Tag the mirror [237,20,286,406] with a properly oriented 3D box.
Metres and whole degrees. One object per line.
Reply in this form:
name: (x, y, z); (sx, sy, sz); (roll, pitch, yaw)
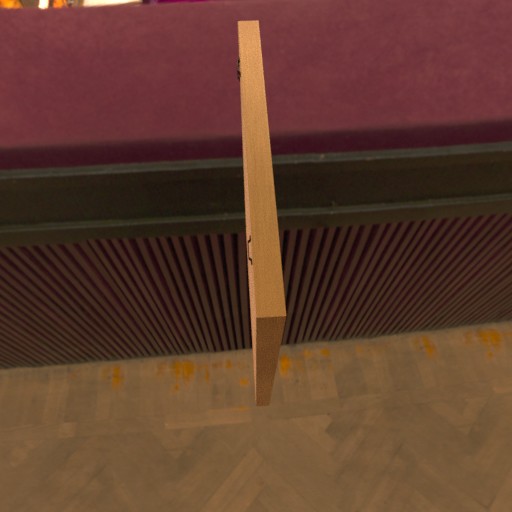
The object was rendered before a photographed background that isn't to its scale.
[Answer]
mirror: (0.000, 0.000, 0.930); (0.039, 0.710, 0.507); (-3, 64, -2)
